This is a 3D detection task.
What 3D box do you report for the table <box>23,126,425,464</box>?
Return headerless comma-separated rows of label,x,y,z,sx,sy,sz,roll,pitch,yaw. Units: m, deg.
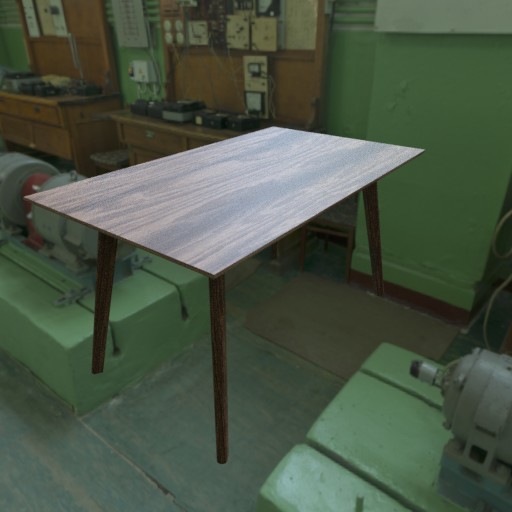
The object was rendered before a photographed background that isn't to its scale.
table,0.000,0.000,1.813,0.801,0.724,1.349,19,33,32
